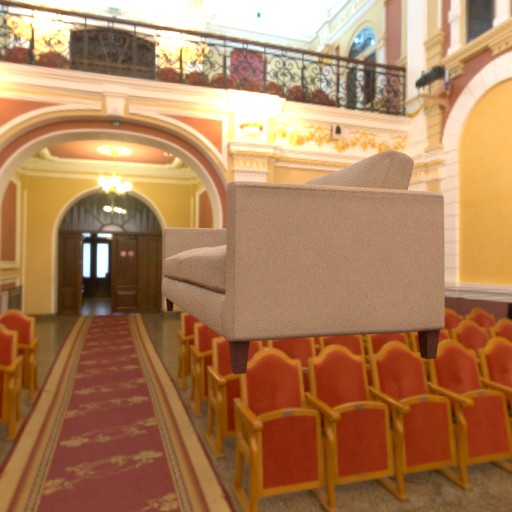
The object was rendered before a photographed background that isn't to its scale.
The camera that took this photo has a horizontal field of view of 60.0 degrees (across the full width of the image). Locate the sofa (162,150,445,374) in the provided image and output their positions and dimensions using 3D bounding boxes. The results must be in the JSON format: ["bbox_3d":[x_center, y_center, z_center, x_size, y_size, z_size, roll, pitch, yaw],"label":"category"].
[{"bbox_3d":[0.000,0.000,2.865,0.988,0.912,2.404,0,-1,-18],"label":"sofa"}]
